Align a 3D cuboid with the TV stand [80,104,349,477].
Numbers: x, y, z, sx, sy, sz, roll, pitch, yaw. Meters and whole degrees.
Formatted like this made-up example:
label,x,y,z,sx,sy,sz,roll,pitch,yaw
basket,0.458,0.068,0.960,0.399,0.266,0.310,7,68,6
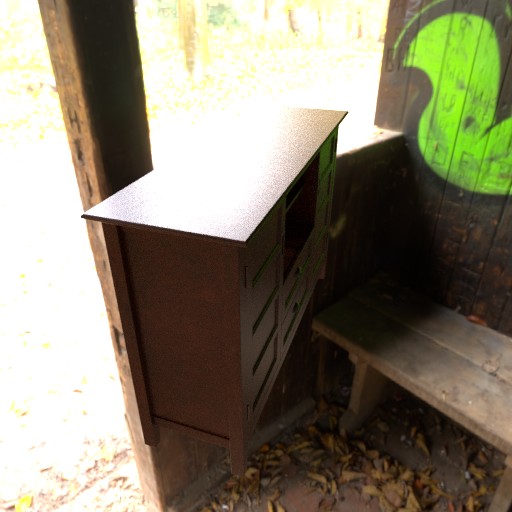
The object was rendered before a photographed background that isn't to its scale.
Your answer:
label,x,y,z,sx,sy,sz,roll,pitch,yaw
TV stand,0.000,0.000,1.825,0.445,0.915,1.372,10,32,17
